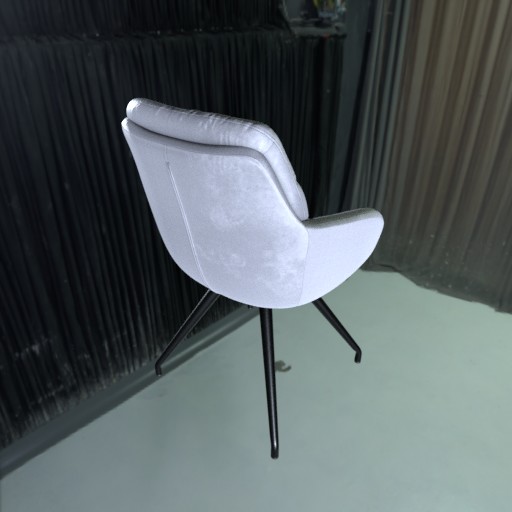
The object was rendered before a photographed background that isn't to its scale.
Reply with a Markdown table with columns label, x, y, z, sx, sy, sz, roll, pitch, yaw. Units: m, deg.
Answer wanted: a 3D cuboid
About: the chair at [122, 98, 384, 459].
| label | x | y | z | sx | sy | sz | roll | pitch | yaw |
| --- | --- | --- | --- | --- | --- | --- | --- | --- | --- |
| chair | 0.000 | 0.000 | 1.252 | 0.579 | 0.888 | 0.569 | 22 | 37 | 33 |
